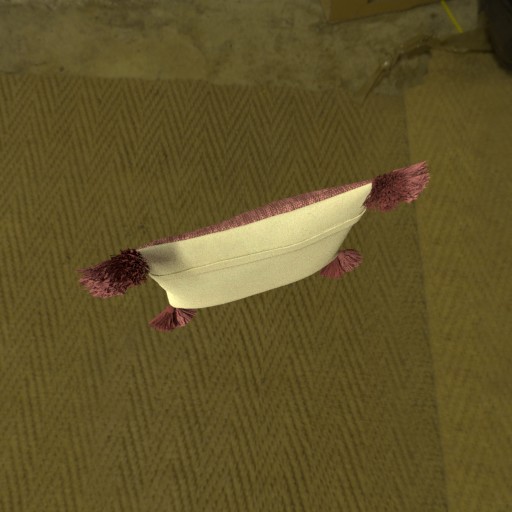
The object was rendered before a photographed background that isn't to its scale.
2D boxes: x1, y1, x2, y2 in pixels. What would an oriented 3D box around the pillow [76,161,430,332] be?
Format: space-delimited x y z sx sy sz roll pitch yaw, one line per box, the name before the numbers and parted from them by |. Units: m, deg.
pillow | 0.000 0.000 1.010 0.641 0.659 0.138 -17 74 -5
